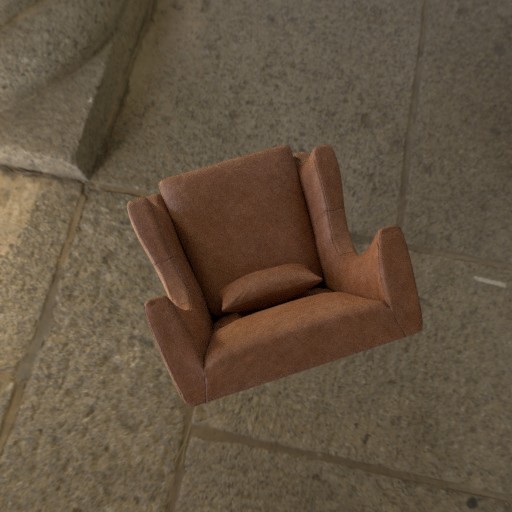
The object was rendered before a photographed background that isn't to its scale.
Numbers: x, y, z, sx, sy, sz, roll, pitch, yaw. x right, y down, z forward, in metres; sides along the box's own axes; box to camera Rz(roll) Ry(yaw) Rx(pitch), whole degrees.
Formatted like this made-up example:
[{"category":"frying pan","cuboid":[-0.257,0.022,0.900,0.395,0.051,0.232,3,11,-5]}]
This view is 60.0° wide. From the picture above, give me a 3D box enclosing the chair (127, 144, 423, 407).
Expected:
[{"category":"chair","cuboid":[0.000,0.000,1.750,0.853,1.016,0.926,-17,75,-5]}]
